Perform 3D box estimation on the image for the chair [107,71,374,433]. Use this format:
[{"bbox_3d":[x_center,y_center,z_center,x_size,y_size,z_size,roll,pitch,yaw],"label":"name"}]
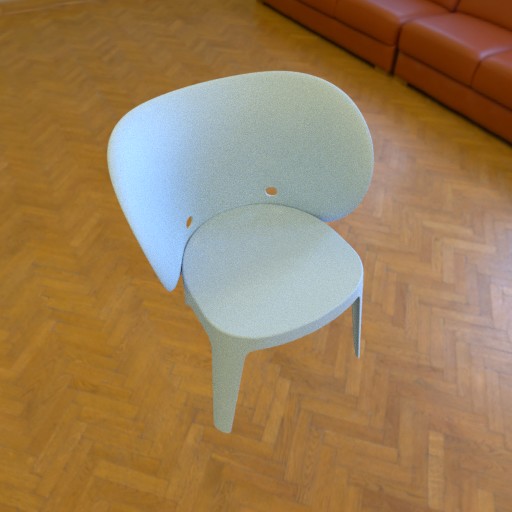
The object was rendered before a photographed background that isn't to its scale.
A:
[{"bbox_3d":[0.000,0.000,0.878,0.451,0.554,0.402,-23,51,-20],"label":"chair"}]
